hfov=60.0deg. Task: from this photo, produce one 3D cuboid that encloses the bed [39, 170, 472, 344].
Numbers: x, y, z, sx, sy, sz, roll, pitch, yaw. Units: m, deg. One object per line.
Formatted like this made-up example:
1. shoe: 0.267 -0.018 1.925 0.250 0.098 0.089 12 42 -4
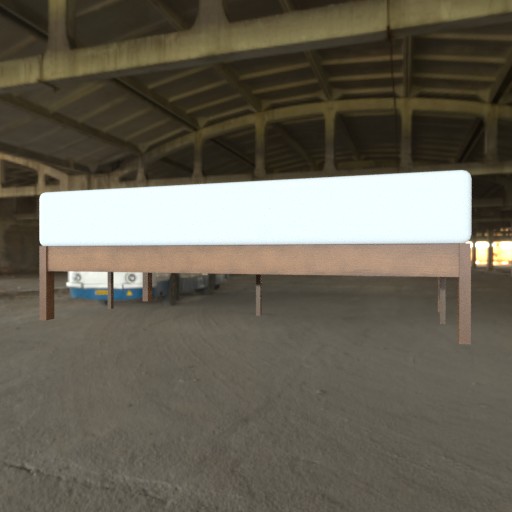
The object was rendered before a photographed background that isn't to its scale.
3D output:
1. bed: 0.000 0.000 2.302 1.902 0.616 0.961 0 0 18
